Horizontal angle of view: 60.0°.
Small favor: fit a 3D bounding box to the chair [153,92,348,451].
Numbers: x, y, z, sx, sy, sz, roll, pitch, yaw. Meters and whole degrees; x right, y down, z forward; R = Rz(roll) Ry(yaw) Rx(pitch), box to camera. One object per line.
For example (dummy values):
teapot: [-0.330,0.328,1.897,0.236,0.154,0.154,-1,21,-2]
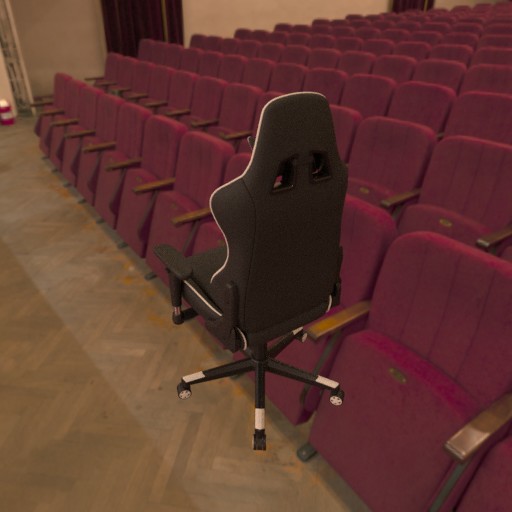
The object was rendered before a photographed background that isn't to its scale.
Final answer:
chair: [0.000,0.000,1.683,0.700,1.240,0.700,-19,35,-29]
